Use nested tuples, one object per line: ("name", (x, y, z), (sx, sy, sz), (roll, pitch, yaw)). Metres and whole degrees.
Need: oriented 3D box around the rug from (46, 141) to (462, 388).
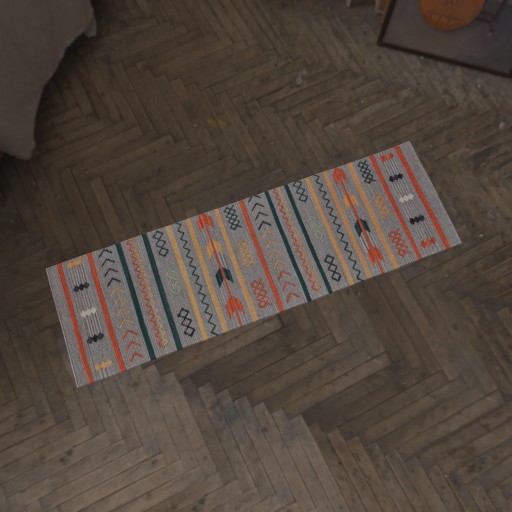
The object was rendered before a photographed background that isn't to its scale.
("rug", (0.000, 0.000, 2.681), (2.419, 0.022, 0.744), (-20, 76, -5))
